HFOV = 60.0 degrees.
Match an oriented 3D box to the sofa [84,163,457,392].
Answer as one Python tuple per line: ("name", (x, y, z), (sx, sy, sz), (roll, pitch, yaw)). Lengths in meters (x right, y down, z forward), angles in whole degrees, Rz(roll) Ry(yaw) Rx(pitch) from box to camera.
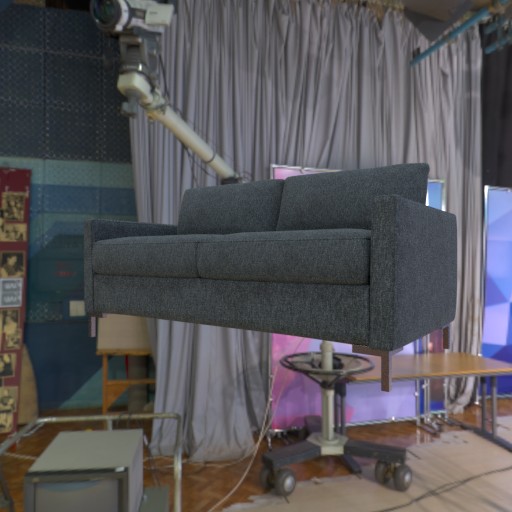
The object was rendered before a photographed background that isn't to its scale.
("sofa", (0.000, 0.000, 2.208), (1.716, 0.862, 0.866), (0, 0, 36))
